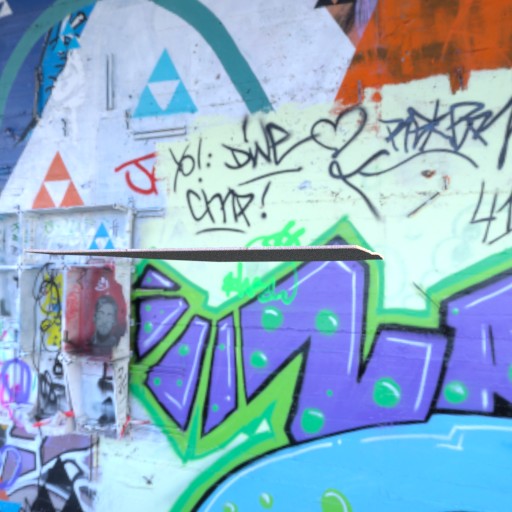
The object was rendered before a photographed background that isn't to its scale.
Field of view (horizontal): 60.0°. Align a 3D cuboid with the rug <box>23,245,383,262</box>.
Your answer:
[{"bbox_3d":[0.000,0.000,2.318,1.230,0.025,1.837,-1,-2,18],"label":"rug"}]
